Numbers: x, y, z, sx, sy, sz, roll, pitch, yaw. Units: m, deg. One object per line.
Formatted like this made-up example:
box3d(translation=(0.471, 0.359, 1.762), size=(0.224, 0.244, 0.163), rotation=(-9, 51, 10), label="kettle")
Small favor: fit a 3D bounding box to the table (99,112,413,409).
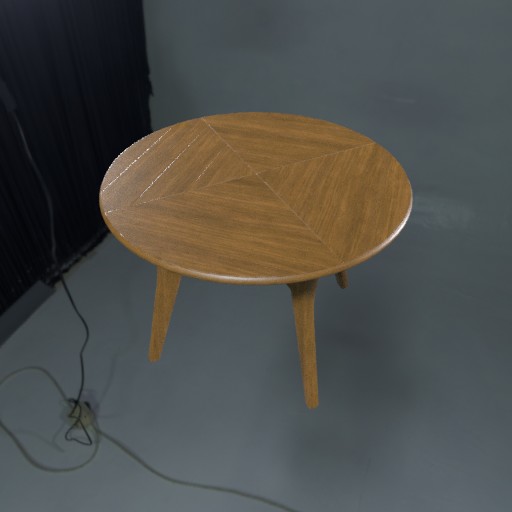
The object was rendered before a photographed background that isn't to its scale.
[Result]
box3d(translation=(0.000, 0.000, 1.783), size=(1.055, 0.757, 1.055), rotation=(0, 41, 0), label="table")
